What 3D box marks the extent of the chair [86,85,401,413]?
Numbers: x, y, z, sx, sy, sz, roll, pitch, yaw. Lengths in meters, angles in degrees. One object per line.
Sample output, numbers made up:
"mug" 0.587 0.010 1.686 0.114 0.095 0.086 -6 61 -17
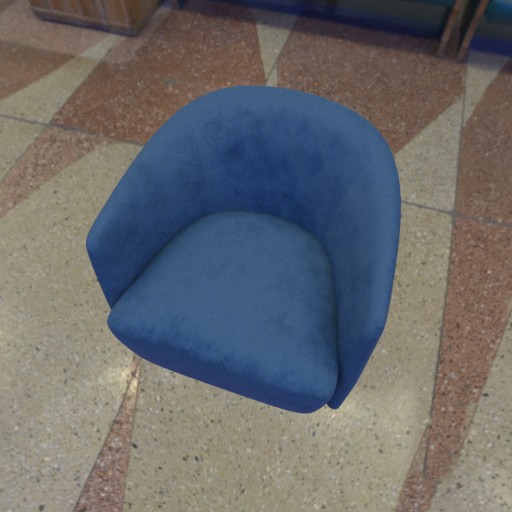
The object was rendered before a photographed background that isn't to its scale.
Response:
"chair" 0.000 0.000 1.370 0.773 0.698 0.767 16 58 10
